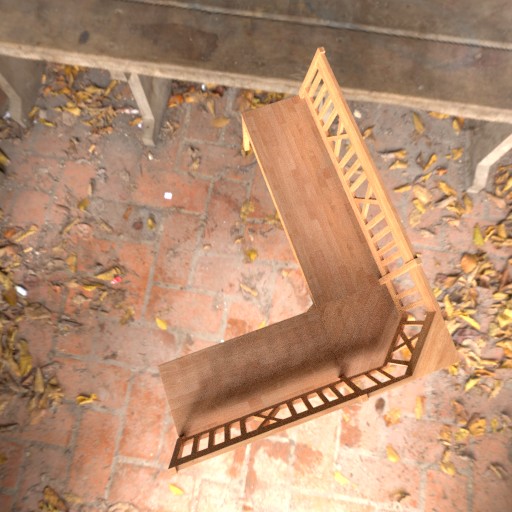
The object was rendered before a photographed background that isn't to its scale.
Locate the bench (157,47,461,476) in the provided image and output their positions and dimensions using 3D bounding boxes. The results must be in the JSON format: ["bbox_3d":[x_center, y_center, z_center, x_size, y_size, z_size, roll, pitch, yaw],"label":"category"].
[{"bbox_3d":[0.000,0.000,2.781,1.537,0.902,1.937,-19,77,-5],"label":"bench"}]
